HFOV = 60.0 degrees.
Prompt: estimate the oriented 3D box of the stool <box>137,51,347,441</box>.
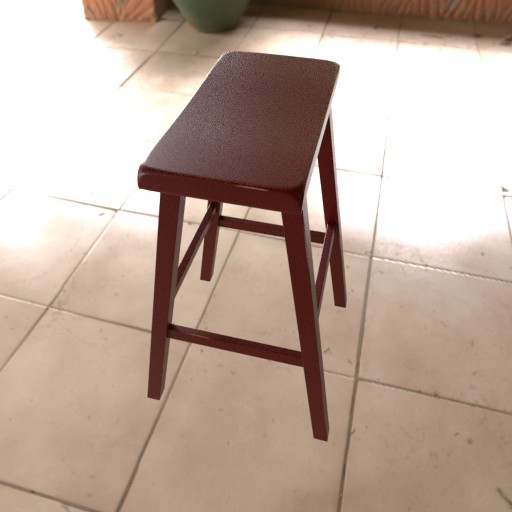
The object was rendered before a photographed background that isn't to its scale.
[{"bbox_3d":[0.000,0.000,1.018,0.476,0.737,0.457,10,47,10],"label":"stool"}]
